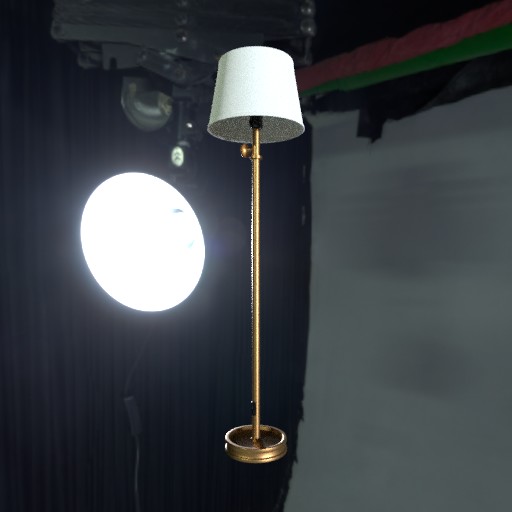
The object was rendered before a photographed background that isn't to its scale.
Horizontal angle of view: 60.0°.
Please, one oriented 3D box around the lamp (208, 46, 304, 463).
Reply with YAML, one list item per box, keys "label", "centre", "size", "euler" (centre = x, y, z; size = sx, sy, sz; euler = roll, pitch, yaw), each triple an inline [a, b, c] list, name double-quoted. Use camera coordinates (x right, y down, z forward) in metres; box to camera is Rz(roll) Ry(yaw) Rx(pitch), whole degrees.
- label: "lamp"
  centre: [0.000, 0.000, 0.818]
  size: [0.178, 0.710, 0.178]
  euler: [0, 0, 0]
